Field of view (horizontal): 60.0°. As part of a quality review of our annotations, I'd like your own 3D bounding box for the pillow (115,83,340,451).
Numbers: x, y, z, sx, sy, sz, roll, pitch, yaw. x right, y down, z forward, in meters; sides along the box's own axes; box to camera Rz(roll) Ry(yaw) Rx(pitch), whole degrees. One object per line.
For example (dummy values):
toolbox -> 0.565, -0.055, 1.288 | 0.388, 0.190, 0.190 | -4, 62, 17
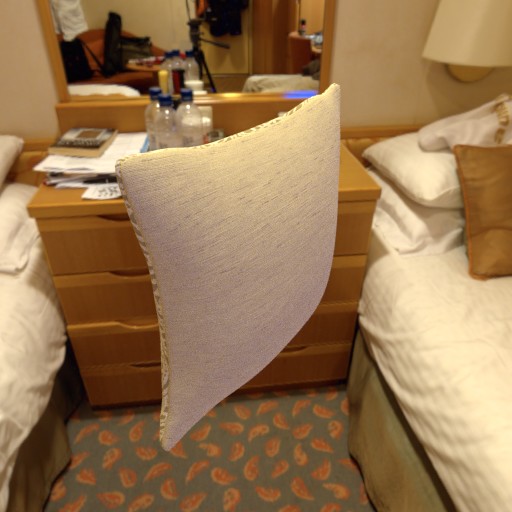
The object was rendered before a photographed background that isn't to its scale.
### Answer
pillow -> 0.000, 0.000, 0.655 | 0.167, 0.421, 0.438 | 21, 37, 30
